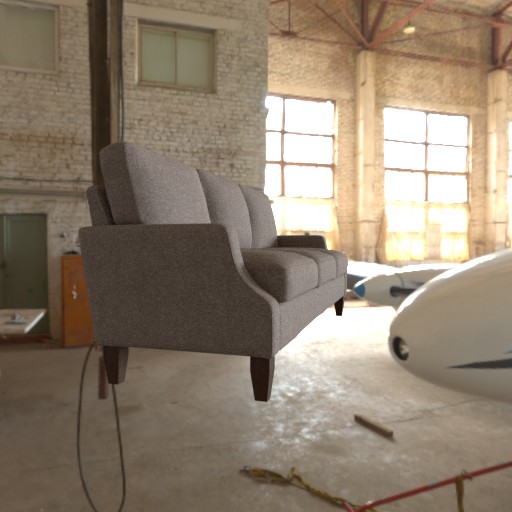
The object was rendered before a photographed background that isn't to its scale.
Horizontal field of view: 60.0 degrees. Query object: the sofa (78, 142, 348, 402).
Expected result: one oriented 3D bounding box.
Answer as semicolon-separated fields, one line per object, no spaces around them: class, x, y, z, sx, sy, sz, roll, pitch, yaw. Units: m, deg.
sofa;0.000;0.000;2.651;0.888;0.984;2.115;0;1;18
